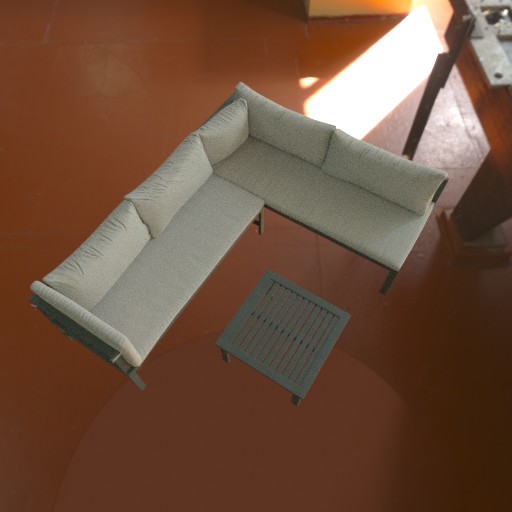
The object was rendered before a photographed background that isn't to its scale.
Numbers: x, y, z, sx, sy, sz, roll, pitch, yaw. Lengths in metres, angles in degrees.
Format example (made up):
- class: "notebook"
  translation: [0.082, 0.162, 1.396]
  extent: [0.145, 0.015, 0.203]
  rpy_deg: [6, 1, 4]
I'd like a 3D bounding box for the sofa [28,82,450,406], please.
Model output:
- class: "sofa"
  translation: [0.000, 0.000, 2.874]
  extent: [1.658, 0.758, 2.096]
  rpy_deg: [29, 63, 16]
